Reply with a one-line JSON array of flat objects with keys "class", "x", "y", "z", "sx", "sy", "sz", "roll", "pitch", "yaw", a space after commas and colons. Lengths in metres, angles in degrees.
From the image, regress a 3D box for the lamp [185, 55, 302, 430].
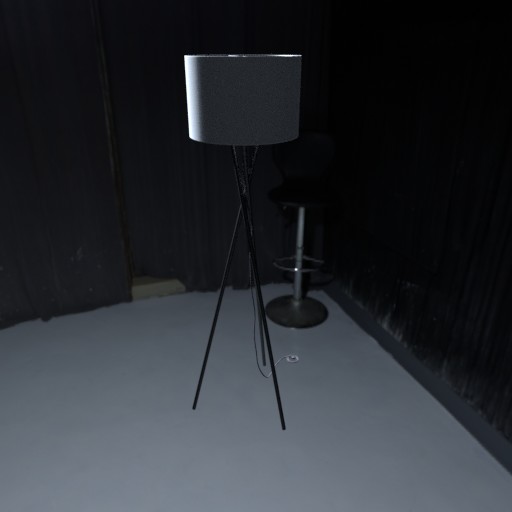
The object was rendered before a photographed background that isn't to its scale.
[{"class": "lamp", "x": 0.000, "y": 0.000, "z": 1.971, "sx": 0.667, "sy": 1.624, "sz": 0.522, "roll": -8, "pitch": 26, "yaw": -16}]
